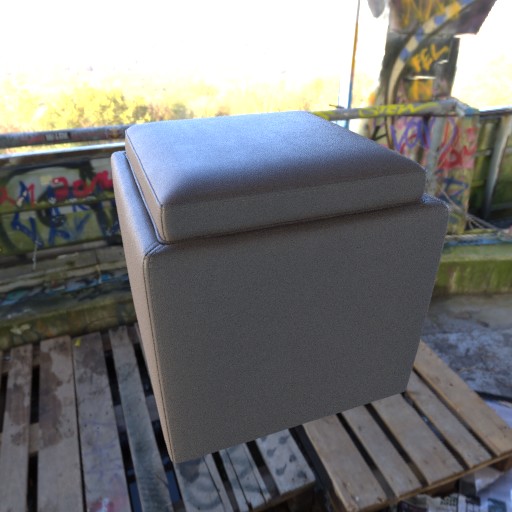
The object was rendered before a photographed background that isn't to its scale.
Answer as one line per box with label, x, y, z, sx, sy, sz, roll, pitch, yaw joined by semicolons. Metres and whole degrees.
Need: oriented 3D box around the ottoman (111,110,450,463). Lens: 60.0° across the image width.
ottoman;0.000;0.000;0.816;0.450;0.460;0.451;-10;31;-18
